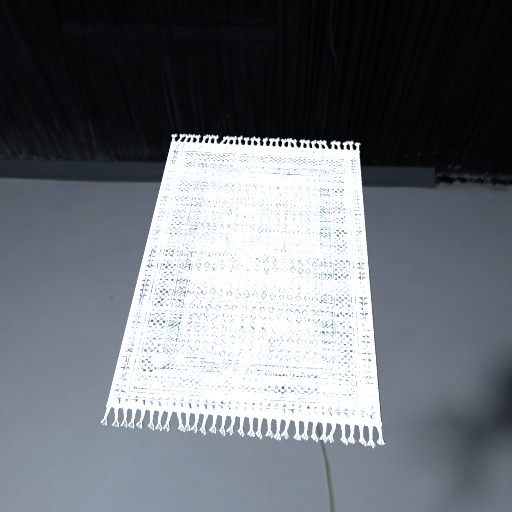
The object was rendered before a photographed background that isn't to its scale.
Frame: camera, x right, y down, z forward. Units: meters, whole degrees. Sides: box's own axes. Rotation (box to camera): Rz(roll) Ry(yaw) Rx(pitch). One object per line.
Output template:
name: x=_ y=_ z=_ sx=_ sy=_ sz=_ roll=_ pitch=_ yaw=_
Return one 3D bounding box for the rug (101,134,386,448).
rug: x=0.000 y=0.000 z=2.412 sx=1.243 sy=0.013 sz=1.872 roll=3 pitch=57 yaw=2
